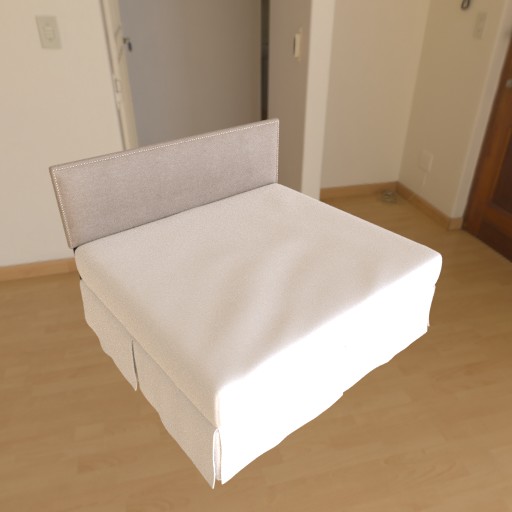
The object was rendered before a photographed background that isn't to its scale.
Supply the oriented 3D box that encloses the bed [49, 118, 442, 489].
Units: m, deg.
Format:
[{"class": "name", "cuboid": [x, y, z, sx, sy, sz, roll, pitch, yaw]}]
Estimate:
[{"class": "bed", "cuboid": [0.000, 0.000, 3.292, 2.170, 1.346, 1.914, -23, 38, -33]}]
